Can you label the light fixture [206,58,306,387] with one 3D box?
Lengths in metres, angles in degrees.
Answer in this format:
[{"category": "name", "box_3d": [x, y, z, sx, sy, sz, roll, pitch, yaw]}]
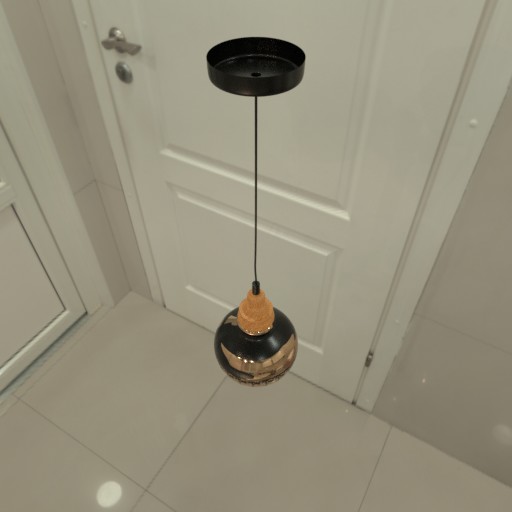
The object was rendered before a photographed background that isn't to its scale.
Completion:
[{"category": "light fixture", "box_3d": [0.000, 0.000, 1.809, 0.430, 1.606, 0.430, 23, 50, 21]}]
